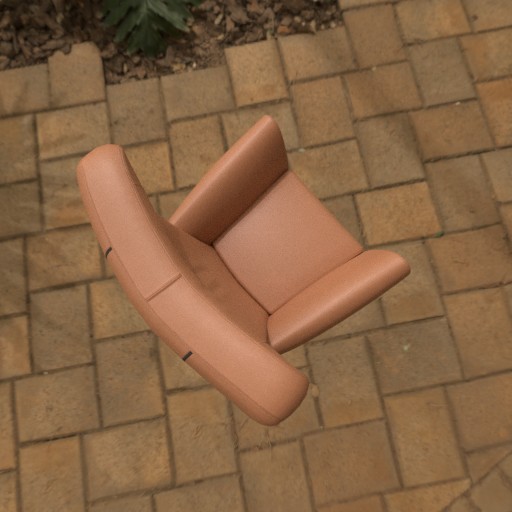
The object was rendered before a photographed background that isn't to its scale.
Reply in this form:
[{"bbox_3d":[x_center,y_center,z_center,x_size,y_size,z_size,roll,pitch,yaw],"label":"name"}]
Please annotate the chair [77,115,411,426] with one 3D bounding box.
[{"bbox_3d":[0.000,0.000,1.772,0.900,1.050,0.980,-39,79,-9],"label":"chair"}]
